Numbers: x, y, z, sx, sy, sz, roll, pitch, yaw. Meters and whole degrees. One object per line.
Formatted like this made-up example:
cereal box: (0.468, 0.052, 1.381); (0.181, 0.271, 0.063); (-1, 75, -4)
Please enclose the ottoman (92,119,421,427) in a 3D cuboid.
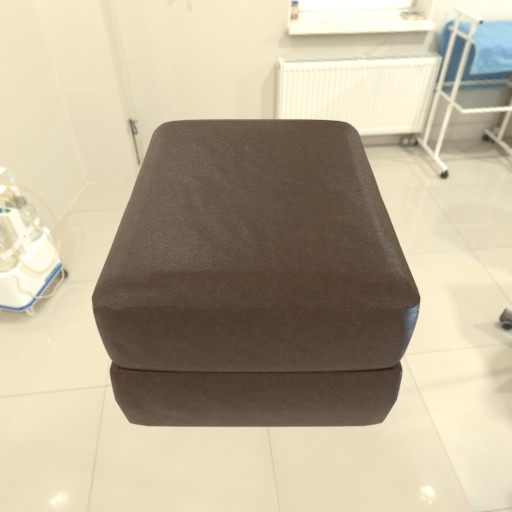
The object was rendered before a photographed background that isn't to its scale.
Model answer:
ottoman: (0.000, 0.000, 1.143); (0.603, 0.476, 0.751); (0, 42, 0)
